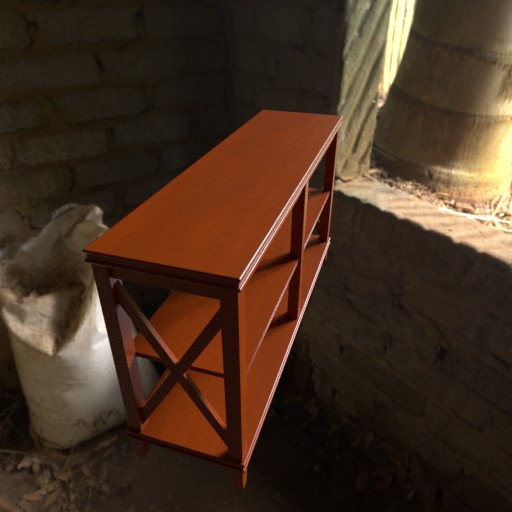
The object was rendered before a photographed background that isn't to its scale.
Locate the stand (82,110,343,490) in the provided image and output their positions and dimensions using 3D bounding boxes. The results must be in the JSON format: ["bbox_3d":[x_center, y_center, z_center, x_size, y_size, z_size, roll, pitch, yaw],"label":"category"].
[{"bbox_3d":[0.000,0.000,1.704,0.381,0.762,1.372,10,33,15],"label":"stand"}]
